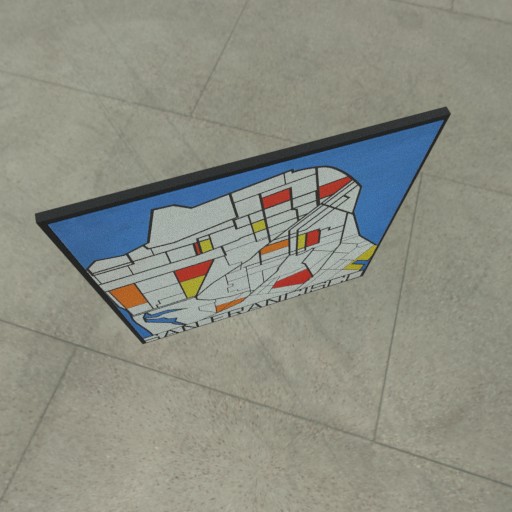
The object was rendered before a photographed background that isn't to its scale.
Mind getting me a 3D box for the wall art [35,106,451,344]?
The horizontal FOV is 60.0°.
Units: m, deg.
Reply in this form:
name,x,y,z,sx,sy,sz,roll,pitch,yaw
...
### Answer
name,x,y,z,sx,sy,sz,roll,pitch,yaw
wall art,0.000,0.000,0.674,0.458,0.457,0.013,-16,65,-8
